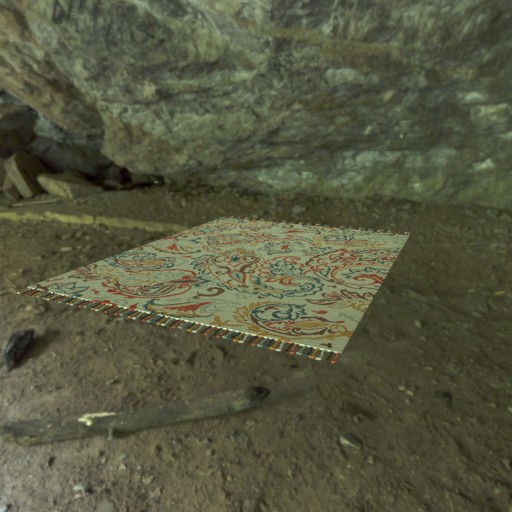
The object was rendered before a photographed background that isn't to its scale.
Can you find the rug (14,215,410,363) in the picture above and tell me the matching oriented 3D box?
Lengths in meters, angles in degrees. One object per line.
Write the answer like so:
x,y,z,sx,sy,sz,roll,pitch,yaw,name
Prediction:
0.000,0.000,4.212,2.439,0.015,3.274,7,18,24,rug
